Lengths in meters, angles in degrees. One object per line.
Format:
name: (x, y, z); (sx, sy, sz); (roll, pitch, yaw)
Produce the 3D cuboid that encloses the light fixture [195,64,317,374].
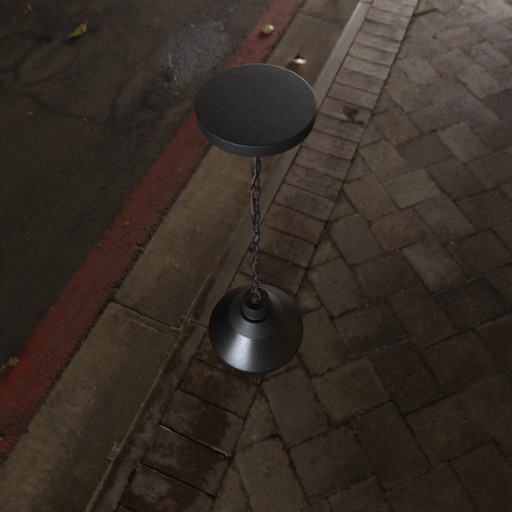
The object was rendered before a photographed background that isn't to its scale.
light fixture: (0.000, 0.000, 0.688); (0.201, 0.588, 0.201); (-31, 64, -17)
